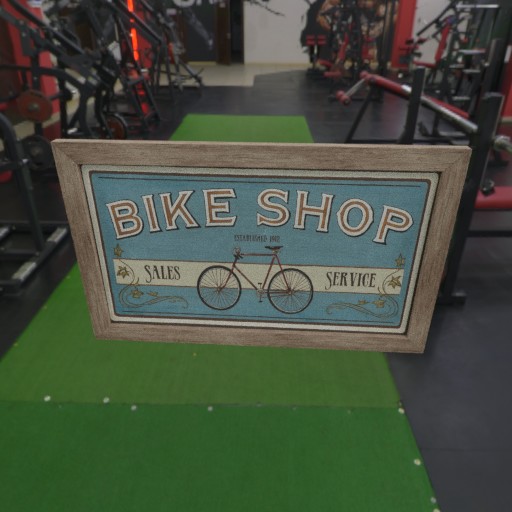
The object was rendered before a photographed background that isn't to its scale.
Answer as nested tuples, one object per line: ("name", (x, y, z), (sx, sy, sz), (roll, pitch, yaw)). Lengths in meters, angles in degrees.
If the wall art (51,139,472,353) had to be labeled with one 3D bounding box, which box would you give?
("wall art", (0.000, 0.000, 0.944), (0.780, 0.480, 0.021), (2, 29, 3))
